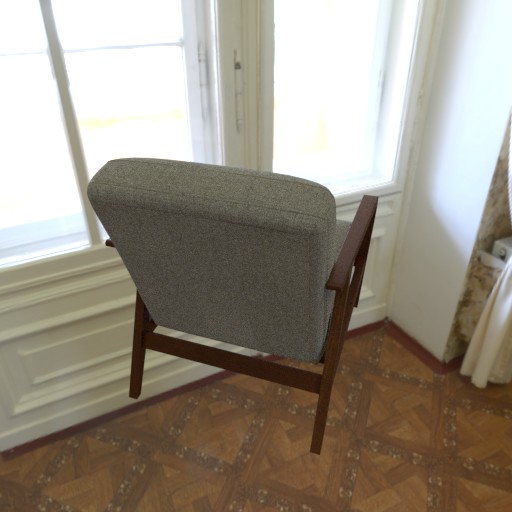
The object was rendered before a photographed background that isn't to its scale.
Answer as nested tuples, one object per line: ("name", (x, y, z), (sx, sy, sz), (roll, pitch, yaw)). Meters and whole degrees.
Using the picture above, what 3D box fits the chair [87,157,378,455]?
("chair", (0.000, 0.000, 1.506), (0.704, 0.847, 0.858), (10, 33, 16))
